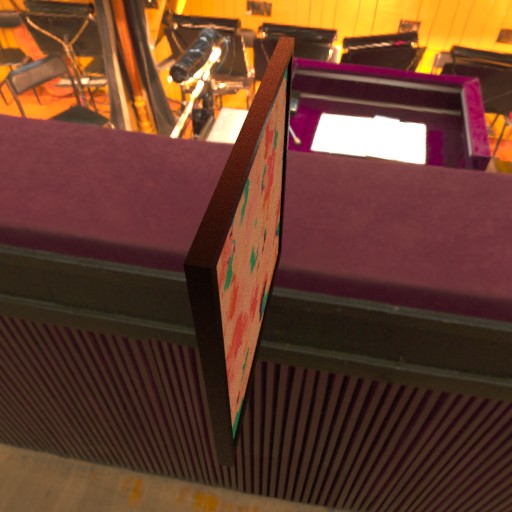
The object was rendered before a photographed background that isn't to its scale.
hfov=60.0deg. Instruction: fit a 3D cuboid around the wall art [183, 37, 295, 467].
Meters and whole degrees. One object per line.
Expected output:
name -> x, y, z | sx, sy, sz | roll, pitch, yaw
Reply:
wall art -> 0.000, 0.000, 1.094 | 0.036, 0.755, 0.756 | 9, 48, 8
